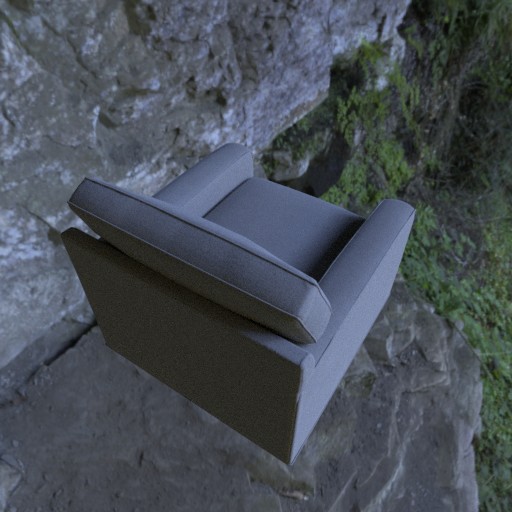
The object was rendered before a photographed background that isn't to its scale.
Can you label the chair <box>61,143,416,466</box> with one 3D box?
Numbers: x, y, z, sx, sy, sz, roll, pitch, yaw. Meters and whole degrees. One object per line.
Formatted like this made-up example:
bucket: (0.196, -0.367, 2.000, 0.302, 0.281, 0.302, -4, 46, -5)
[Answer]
chair: (0.000, 0.000, 1.873, 0.999, 0.934, 1.044, 25, 50, 23)
